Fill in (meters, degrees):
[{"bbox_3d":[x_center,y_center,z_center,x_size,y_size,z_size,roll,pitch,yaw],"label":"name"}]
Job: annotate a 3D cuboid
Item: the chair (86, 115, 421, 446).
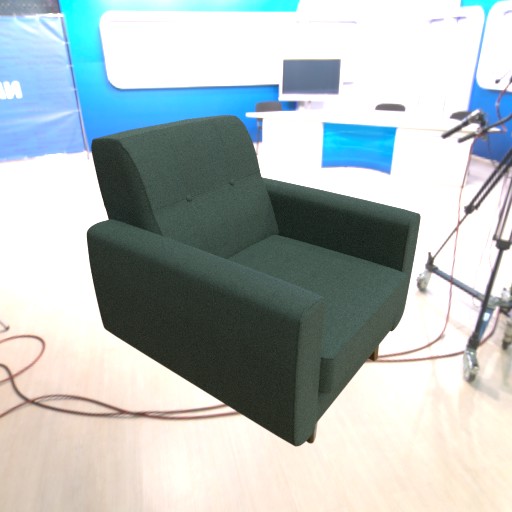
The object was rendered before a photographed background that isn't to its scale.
[{"bbox_3d":[0.000,0.000,1.559,0.909,0.841,0.831,18,32,32],"label":"chair"}]
